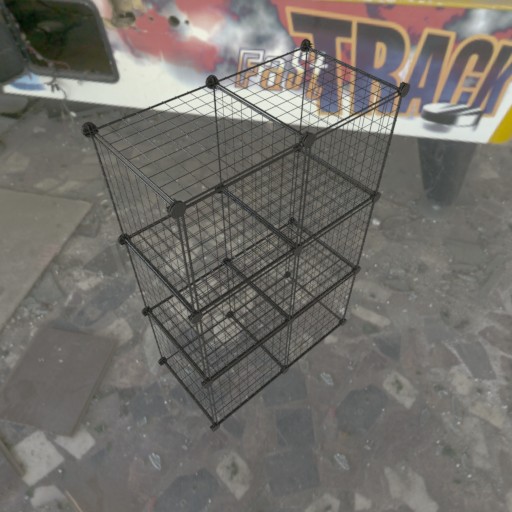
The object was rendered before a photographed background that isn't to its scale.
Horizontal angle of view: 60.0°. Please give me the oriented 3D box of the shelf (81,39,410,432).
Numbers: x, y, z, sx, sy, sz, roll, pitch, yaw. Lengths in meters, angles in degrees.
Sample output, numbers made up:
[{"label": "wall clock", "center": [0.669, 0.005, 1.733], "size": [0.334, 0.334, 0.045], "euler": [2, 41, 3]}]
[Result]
[{"label": "shelf", "center": [0.000, 0.000, 1.426], "size": [0.711, 1.067, 0.356], "euler": [-33, 56, -26]}]
